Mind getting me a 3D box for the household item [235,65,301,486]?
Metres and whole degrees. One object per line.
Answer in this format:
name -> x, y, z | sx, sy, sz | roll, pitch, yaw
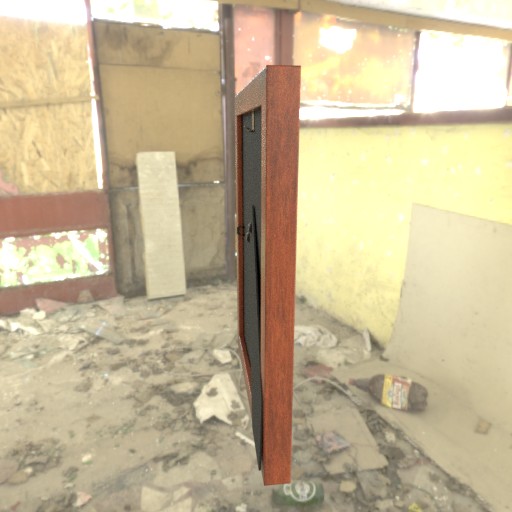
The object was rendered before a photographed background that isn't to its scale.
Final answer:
household item -> 0.000, 0.000, 0.347 | 0.020, 0.250, 0.200 | -2, 16, -7
